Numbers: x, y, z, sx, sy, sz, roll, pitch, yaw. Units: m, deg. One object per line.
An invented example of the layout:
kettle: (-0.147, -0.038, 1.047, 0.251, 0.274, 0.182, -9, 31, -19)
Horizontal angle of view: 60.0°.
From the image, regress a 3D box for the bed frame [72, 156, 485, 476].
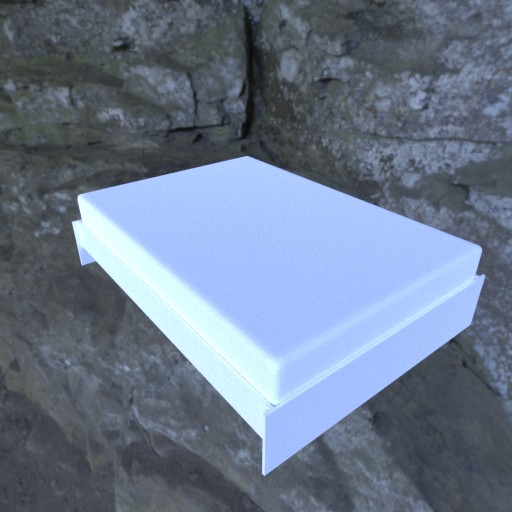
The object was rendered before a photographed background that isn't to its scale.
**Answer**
bed frame: (0.000, 0.000, 2.570, 1.445, 0.497, 1.945, -21, 36, -32)
